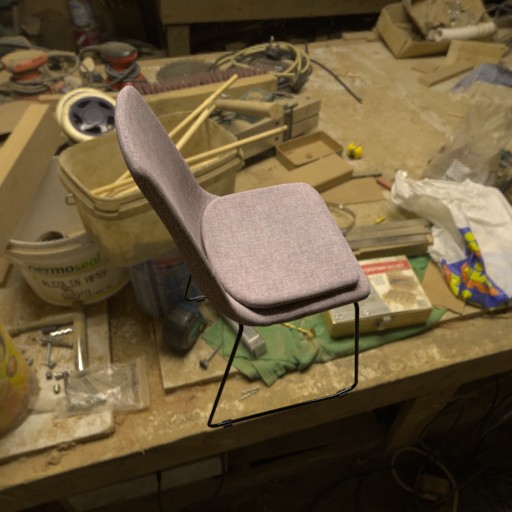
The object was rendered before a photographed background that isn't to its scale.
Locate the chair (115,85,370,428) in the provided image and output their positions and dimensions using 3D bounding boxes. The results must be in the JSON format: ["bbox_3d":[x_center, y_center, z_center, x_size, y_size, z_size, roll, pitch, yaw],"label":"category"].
[{"bbox_3d":[0.000,0.000,1.134,0.518,0.858,0.479,-11,48,-10],"label":"chair"}]
